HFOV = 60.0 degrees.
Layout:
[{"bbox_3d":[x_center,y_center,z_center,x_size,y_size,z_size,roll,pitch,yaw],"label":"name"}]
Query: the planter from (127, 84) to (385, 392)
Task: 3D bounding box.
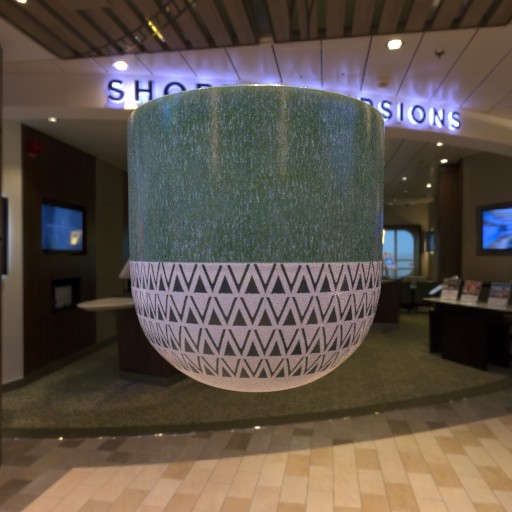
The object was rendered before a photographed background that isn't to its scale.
[{"bbox_3d":[0.000,0.000,0.478,0.266,0.270,0.266,0,0,0],"label":"planter"}]
